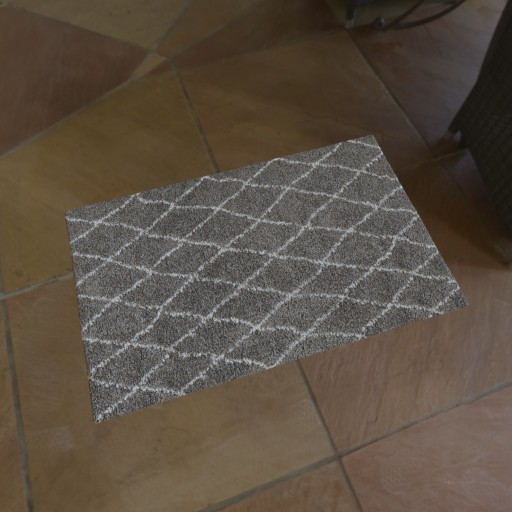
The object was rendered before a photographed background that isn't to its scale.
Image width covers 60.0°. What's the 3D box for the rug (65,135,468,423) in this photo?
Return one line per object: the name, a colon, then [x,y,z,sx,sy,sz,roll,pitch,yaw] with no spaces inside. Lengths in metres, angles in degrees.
rug: [0.000,0.000,3.056,2.438,0.030,1.524,-16,64,-8]
